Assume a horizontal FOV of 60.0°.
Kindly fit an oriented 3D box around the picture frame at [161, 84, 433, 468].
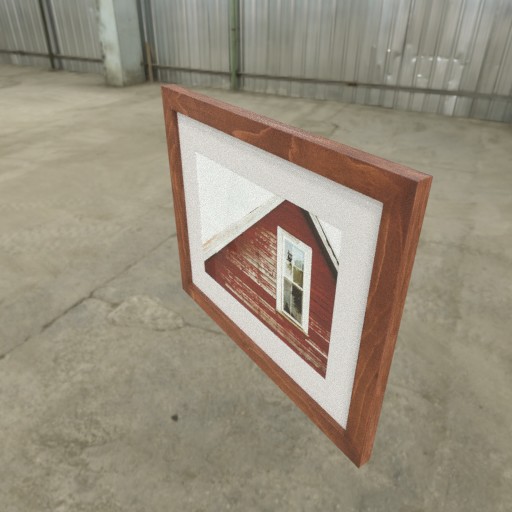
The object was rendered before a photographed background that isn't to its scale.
[{"bbox_3d":[0.000,0.000,0.741,0.025,0.457,0.559,-21,37,-30],"label":"picture frame"}]
